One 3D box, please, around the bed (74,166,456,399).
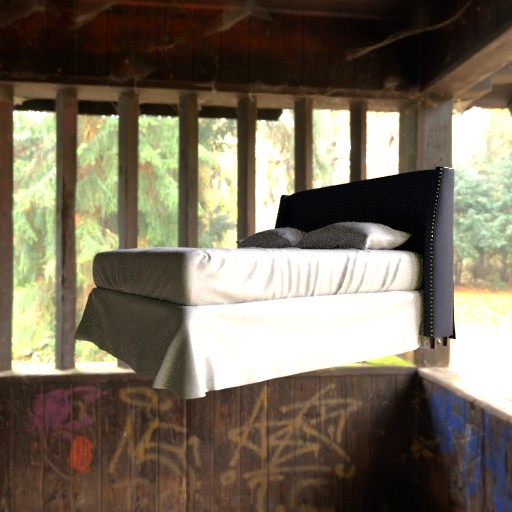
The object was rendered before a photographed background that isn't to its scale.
[{"bbox_3d":[0.000,0.000,3.386,2.276,1.332,1.925,0,0,-35],"label":"bed"}]
